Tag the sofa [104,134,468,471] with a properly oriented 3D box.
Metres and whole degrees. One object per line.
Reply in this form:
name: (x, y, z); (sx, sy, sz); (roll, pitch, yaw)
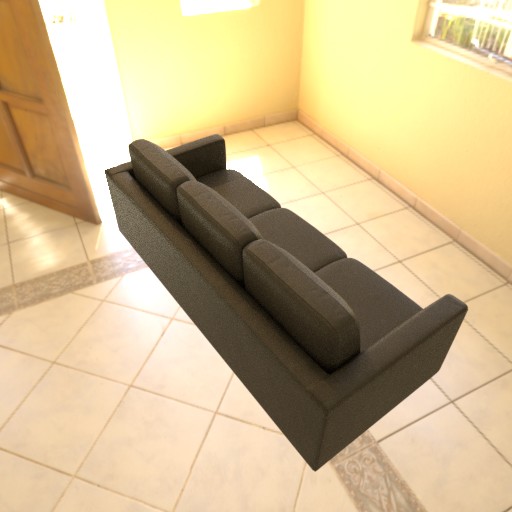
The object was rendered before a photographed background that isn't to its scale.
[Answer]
sofa: (0.000, 0.000, 2.485); (0.879, 0.899, 2.029); (-26, 48, -26)
